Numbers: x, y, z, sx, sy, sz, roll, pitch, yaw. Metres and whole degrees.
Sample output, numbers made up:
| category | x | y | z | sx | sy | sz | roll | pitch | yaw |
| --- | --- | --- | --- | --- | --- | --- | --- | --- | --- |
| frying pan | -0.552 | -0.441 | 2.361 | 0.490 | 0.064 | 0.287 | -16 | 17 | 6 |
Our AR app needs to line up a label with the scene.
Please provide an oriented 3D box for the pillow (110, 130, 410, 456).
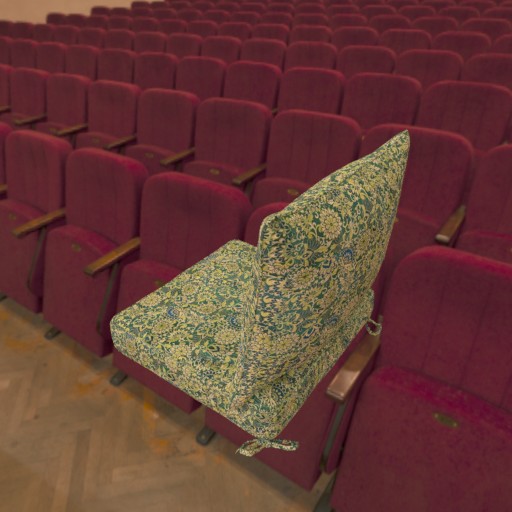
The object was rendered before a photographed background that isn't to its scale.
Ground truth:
| category | x | y | z | sx | sy | sz | roll | pitch | yaw |
| --- | --- | --- | --- | --- | --- | --- | --- | --- | --- |
| pillow | 0.000 | 0.000 | 1.390 | 0.740 | 0.722 | 0.798 | 21 | 37 | 30 |
